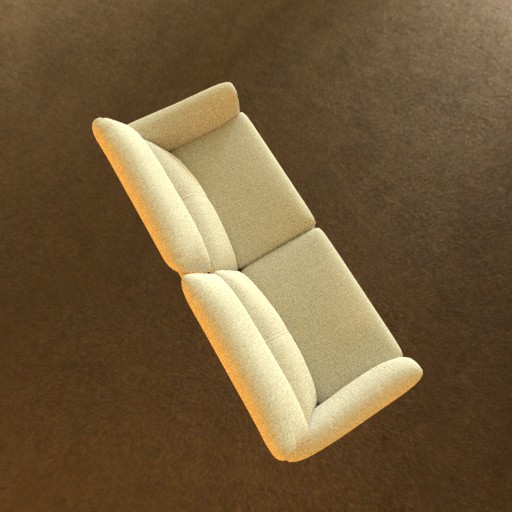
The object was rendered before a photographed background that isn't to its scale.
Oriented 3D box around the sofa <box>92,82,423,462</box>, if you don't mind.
[{"bbox_3d":[0.000,0.000,2.451,0.856,0.956,2.015,-30,77,-7],"label":"sofa"}]
